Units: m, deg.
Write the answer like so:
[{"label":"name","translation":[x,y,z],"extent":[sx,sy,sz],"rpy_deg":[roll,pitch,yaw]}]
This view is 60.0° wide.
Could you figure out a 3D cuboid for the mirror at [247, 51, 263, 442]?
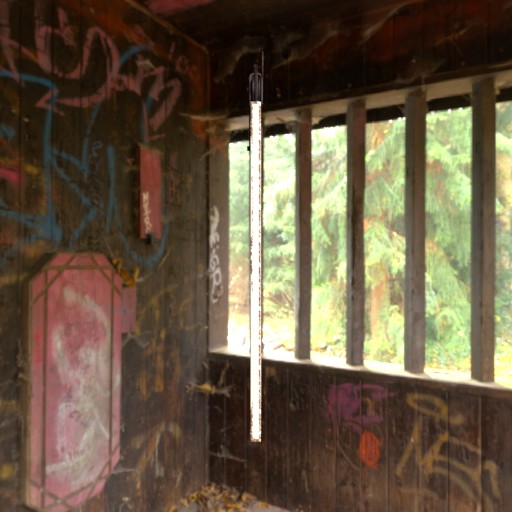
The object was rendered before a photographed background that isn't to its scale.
[{"label":"mirror","translation":[0.000,0.000,1.238],"extent":[0.037,0.844,0.808],"rpy_deg":[0,0,1]}]
